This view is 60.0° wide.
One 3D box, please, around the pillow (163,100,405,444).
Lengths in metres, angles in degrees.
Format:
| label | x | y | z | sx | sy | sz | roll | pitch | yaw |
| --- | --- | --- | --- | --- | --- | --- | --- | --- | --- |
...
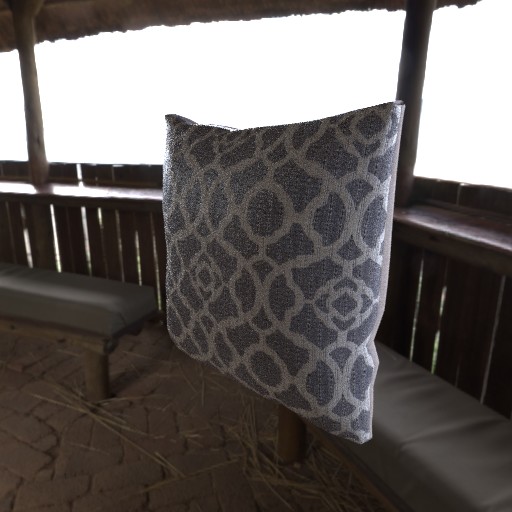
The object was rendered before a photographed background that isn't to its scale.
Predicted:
| label | x | y | z | sx | sy | sz | roll | pitch | yaw |
| --- | --- | --- | --- | --- | --- | --- | --- | --- | --- |
| pillow | 0.000 | 0.000 | 0.784 | 0.508 | 0.498 | 0.215 | 15 | 21 | 43 |
